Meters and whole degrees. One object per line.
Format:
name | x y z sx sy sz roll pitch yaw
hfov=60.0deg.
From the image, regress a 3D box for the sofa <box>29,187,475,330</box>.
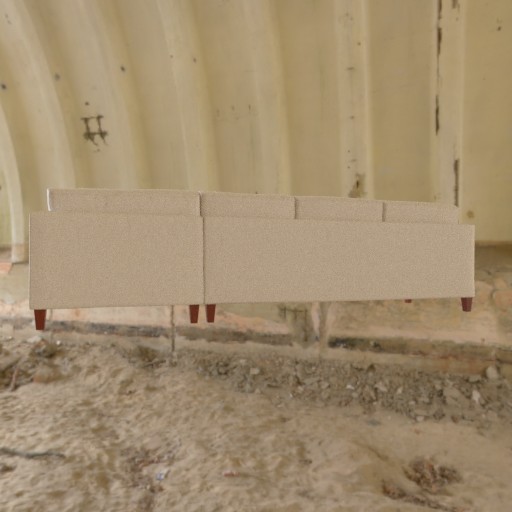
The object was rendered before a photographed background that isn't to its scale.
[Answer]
sofa | 0.000 0.000 4.014 3.471 0.954 1.606 0 -1 -17
